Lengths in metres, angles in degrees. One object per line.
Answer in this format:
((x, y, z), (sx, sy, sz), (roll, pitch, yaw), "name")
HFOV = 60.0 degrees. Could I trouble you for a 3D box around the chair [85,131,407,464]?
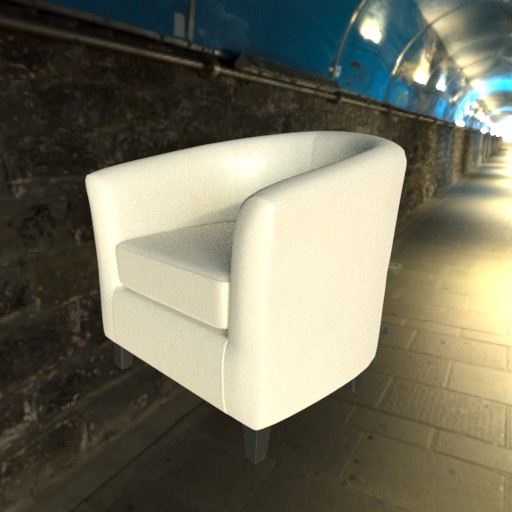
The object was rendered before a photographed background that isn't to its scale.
((0.000, 0.000, 1.385), (0.792, 0.756, 0.727), (15, 21, 43), "chair")
